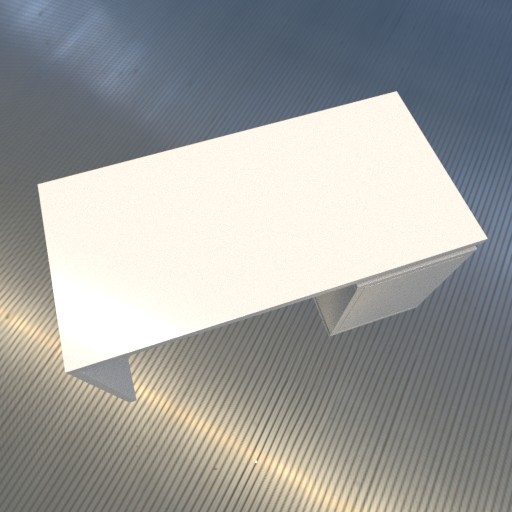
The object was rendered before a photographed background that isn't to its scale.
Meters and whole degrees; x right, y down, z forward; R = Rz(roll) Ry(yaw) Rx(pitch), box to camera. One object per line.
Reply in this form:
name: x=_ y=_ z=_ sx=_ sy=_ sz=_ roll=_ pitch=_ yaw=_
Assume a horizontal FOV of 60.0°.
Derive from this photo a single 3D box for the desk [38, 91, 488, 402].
desk: x=0.000 y=0.000 z=1.858 sx=1.400 sy=0.740 sz=0.690 roll=-17 pitch=66 yaw=-8
